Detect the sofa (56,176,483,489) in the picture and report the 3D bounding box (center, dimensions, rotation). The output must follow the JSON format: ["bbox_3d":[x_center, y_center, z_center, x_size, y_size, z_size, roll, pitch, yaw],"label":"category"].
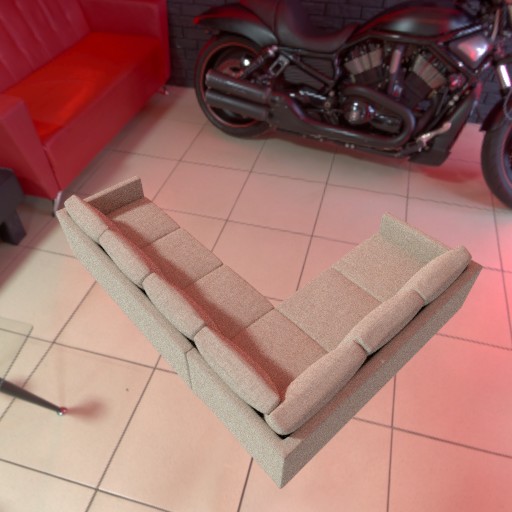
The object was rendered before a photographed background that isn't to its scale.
[{"bbox_3d":[0.000,0.000,4.243,2.432,0.863,3.182,-33,54,-28],"label":"sofa"}]
